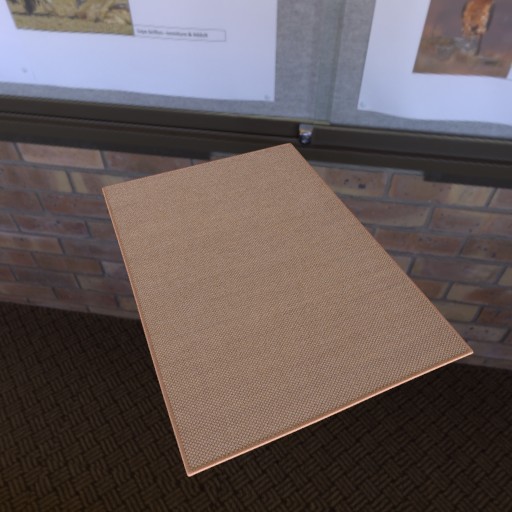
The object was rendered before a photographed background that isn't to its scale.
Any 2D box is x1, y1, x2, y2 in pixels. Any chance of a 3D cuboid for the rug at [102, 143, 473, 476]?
[{"bbox_3d":[0.000,0.000,2.734,1.524,0.013,2.134,-17,49,-16],"label":"rug"}]
